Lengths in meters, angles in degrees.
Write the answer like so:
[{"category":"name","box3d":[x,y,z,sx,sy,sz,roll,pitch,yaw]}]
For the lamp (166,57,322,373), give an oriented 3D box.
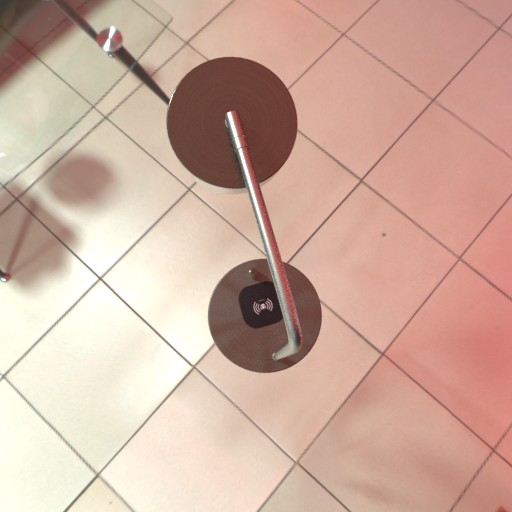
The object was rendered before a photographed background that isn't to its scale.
[{"category":"lamp","box3d":[0.000,0.000,0.635,0.211,0.469,0.334,-15,76,-4]}]
